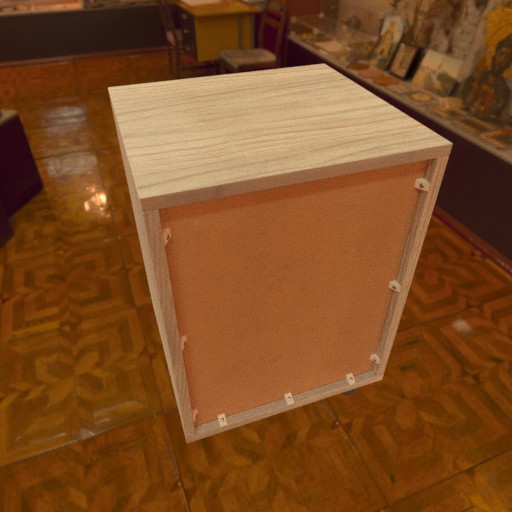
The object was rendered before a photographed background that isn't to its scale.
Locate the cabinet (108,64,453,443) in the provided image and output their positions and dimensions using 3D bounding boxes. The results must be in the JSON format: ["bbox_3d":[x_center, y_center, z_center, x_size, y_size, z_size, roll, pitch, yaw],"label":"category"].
[{"bbox_3d":[0.000,0.000,0.860,0.409,0.579,0.401,-13,41,-15],"label":"cabinet"}]
